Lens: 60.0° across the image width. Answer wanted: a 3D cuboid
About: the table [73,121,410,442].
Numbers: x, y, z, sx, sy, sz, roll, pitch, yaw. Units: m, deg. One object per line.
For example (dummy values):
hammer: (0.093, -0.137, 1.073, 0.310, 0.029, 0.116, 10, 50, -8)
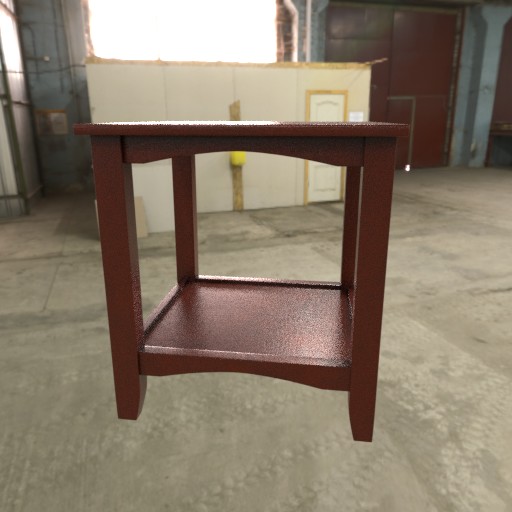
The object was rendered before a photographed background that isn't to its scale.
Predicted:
table: (0.000, 0.000, 0.968, 0.523, 0.558, 0.522, 3, 18, 10)
